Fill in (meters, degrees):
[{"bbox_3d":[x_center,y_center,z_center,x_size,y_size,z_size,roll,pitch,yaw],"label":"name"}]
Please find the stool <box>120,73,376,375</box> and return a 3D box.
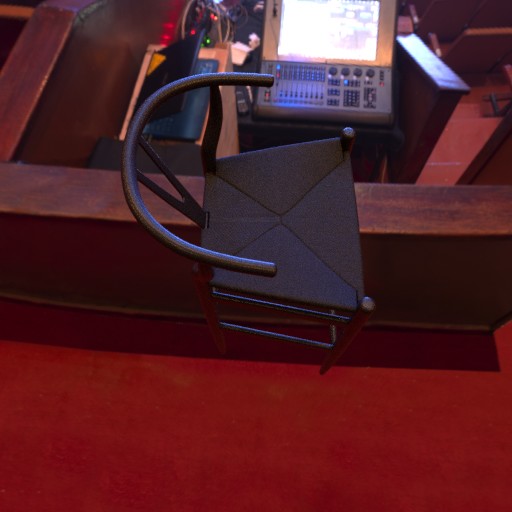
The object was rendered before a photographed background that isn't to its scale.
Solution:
[{"bbox_3d":[0.000,0.000,1.426,0.579,1.072,0.569,0,64,0],"label":"stool"}]
